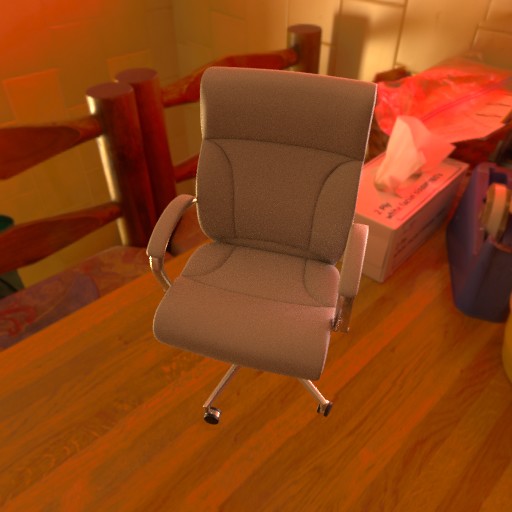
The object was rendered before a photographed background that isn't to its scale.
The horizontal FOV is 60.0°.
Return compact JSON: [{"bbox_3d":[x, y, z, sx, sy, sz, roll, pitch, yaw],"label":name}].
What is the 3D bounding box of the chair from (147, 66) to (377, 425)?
[{"bbox_3d":[0.000,0.000,1.571,0.727,1.099,0.745,11,42,12],"label":"chair"}]
